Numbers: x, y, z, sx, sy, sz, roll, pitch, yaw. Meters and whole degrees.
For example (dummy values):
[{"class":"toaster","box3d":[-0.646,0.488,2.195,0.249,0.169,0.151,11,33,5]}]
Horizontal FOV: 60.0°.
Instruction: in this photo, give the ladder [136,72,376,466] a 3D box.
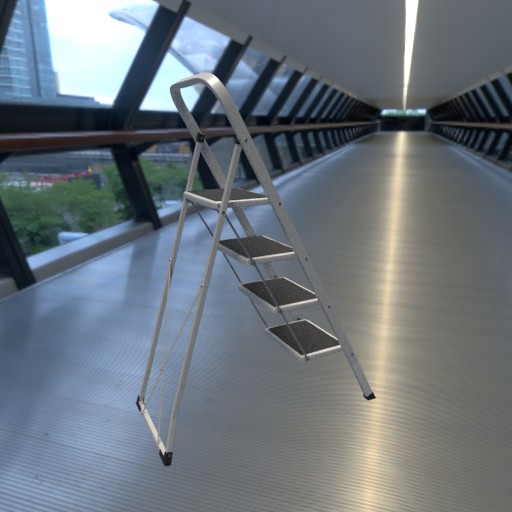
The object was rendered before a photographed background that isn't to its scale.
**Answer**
[{"class":"ladder","box3d":[0.000,0.000,1.704,0.914,1.265,0.460,-8,18,-27]}]
